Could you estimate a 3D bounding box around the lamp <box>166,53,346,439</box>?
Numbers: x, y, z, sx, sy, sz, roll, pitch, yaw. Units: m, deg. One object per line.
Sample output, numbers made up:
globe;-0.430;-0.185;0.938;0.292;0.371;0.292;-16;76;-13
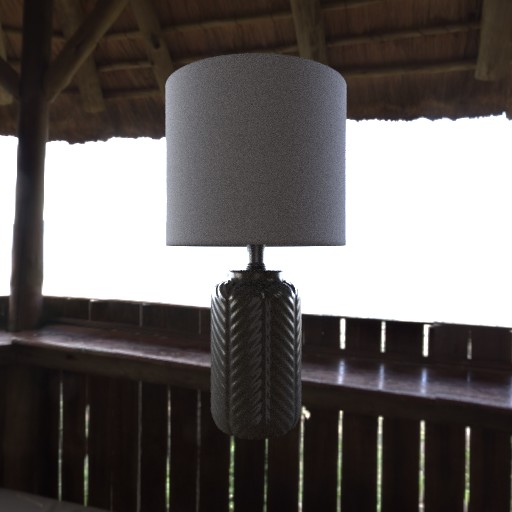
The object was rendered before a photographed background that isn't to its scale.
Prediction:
lamp;0.000;0.000;0.509;0.203;0.389;0.203;0;0;0
